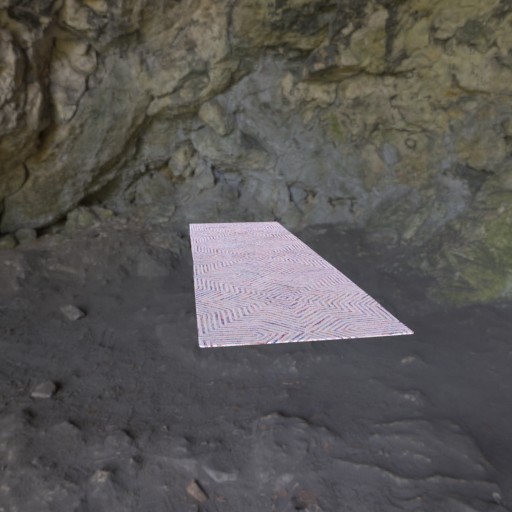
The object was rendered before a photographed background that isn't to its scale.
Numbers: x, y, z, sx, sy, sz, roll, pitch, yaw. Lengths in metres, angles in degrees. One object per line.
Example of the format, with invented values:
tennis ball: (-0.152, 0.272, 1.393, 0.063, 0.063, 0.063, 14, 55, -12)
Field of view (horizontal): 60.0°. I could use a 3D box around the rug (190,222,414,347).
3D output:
rug: (0.000, 0.000, 2.690, 0.771, 0.009, 2.443, -2, 14, -9)
